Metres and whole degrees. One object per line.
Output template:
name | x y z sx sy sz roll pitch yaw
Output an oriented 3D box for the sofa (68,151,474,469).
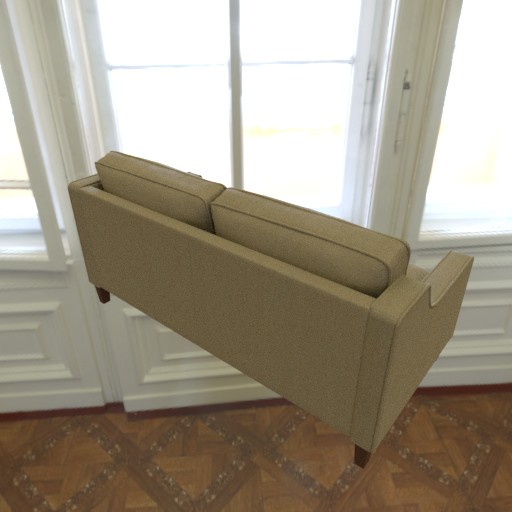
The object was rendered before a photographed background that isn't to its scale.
sofa | 0.000 0.000 2.686 2.178 1.071 1.066 22 36 34
